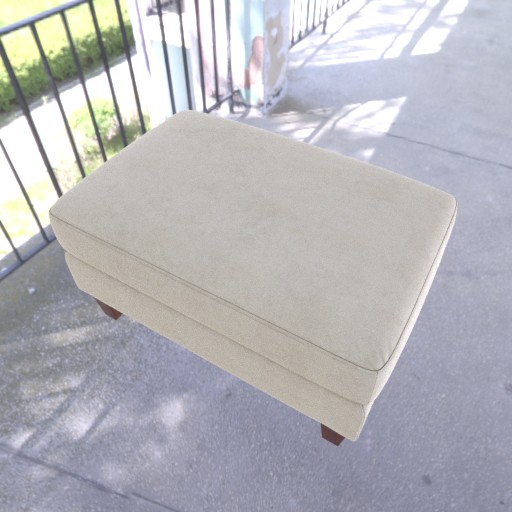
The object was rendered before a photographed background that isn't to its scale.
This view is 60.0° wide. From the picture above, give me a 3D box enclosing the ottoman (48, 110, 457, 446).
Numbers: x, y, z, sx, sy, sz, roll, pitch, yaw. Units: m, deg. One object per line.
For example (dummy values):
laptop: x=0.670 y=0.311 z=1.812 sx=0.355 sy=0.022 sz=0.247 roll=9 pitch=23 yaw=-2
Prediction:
ottoman: x=0.000 y=0.000 z=1.194 sx=0.864 sy=0.483 sz=0.584 roll=24 pitch=52 yaw=20
